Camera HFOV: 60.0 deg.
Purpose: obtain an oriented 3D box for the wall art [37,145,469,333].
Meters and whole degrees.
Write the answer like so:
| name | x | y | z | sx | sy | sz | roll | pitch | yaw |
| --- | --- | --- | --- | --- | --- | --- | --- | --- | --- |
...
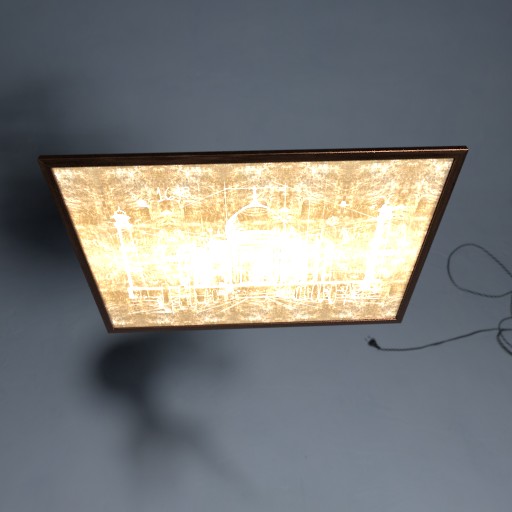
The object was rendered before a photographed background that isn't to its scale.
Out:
| name | x | y | z | sx | sy | sz | roll | pitch | yaw |
| --- | --- | --- | --- | --- | --- | --- | --- | --- | --- |
| wall art | 0.000 | 0.000 | 1.040 | 0.816 | 0.559 | 0.014 | -2 | 45 | -2 |
